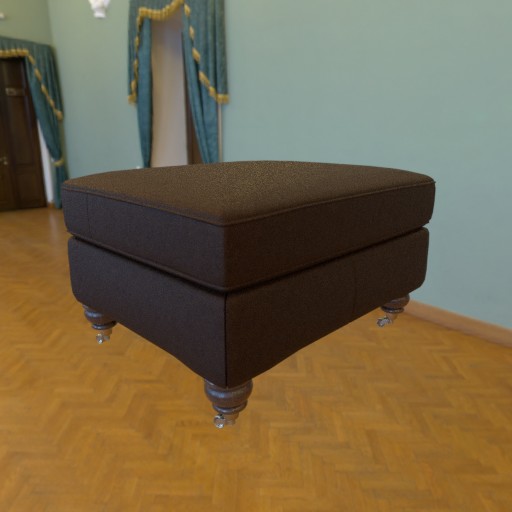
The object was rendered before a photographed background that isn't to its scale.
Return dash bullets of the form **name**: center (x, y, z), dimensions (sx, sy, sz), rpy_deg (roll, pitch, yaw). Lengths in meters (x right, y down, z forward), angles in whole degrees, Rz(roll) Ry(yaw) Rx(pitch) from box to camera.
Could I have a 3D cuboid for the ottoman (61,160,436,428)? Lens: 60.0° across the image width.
- **ottoman**: center (0.000, 0.000, 1.837), dimensions (0.967, 0.730, 1.187), rpy_deg (16, 22, 43)
